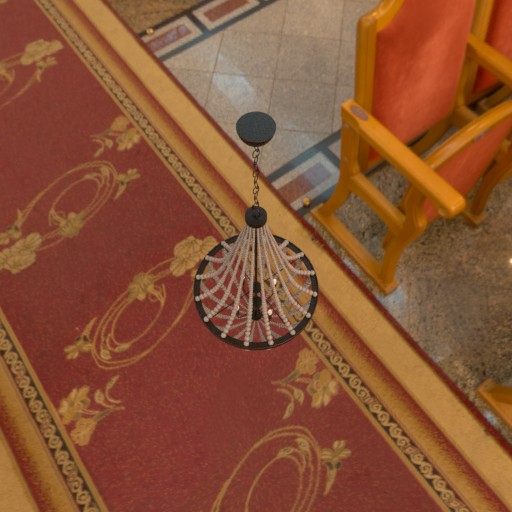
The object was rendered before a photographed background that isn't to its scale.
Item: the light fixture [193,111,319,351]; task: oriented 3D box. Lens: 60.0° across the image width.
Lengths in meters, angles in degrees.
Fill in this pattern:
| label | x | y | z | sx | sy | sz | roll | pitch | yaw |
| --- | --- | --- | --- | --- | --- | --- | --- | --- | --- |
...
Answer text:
| label | x | y | z | sx | sy | sz | roll | pitch | yaw |
| --- | --- | --- | --- | --- | --- | --- | --- | --- | --- |
| light fixture | 0.000 | 0.000 | 1.367 | 0.450 | 1.133 | 0.450 | 0 | 64 | 0 |
